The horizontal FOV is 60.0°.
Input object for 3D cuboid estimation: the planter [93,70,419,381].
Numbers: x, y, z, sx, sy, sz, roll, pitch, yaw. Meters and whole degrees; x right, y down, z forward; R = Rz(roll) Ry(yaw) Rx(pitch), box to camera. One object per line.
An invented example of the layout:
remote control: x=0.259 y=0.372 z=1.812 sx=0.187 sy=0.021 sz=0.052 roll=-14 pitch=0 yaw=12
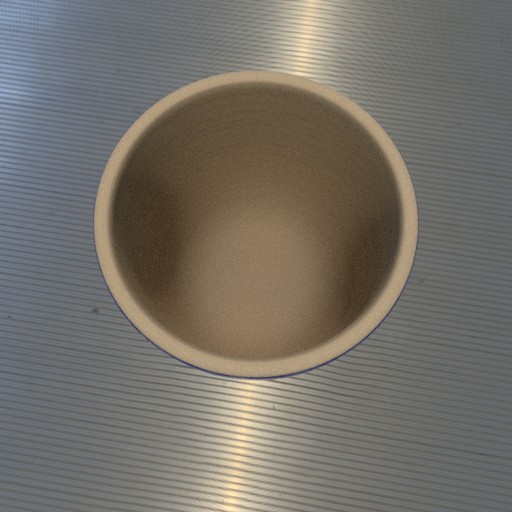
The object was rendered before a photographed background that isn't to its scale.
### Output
planter: x=0.000 y=0.000 z=0.344 sx=0.184 sy=0.206 sz=0.184 roll=0 pitch=75 yaw=0
